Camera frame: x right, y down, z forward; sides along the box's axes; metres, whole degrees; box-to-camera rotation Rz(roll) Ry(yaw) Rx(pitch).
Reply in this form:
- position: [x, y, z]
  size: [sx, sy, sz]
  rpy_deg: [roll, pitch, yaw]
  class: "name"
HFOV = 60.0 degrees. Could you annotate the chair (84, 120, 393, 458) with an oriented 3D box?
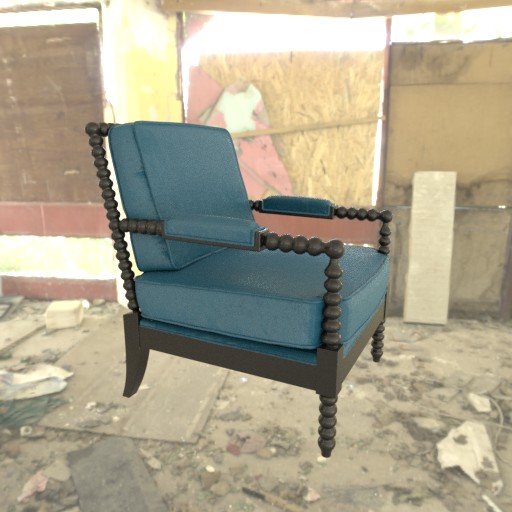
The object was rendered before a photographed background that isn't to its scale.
- position: [0.000, 0.000, 1.464]
  size: [0.805, 0.857, 0.688]
  rpy_deg: [7, 15, 26]
  class: "chair"
